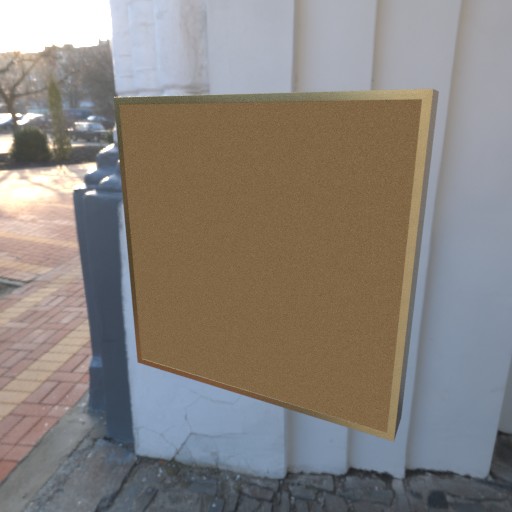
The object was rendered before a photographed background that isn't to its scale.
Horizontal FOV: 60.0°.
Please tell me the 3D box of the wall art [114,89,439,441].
[{"bbox_3d":[0.000,0.000,0.445,0.304,0.304,0.038,9,19,26],"label":"wall art"}]
